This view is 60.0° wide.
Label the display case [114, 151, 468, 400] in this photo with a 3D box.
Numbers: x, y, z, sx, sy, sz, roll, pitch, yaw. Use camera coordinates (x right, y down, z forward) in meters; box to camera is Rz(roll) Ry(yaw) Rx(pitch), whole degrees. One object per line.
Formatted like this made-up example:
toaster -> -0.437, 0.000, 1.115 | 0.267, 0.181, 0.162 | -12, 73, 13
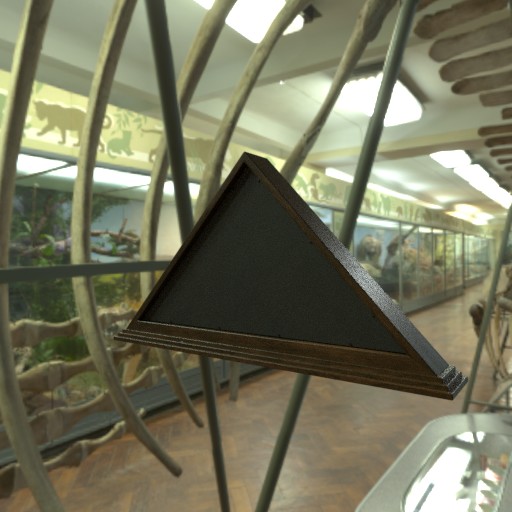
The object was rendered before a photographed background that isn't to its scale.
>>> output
display case -> 0.000, 0.000, 0.748 | 0.640, 0.340, 0.095 | 0, 0, 35
